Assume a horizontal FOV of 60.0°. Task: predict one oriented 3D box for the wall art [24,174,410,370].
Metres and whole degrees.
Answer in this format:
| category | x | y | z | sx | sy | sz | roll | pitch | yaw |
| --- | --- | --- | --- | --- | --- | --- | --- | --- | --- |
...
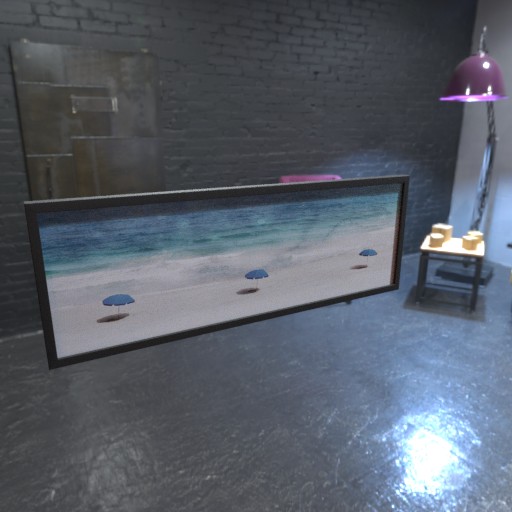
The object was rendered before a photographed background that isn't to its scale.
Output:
| category | x | y | z | sx | sy | sz | roll | pitch | yaw |
| --- | --- | --- | --- | --- | --- | --- | --- | --- | --- |
| wall art | 0.000 | 0.000 | 1.758 | 1.572 | 0.554 | 0.041 | -9 | 19 | -27 |
